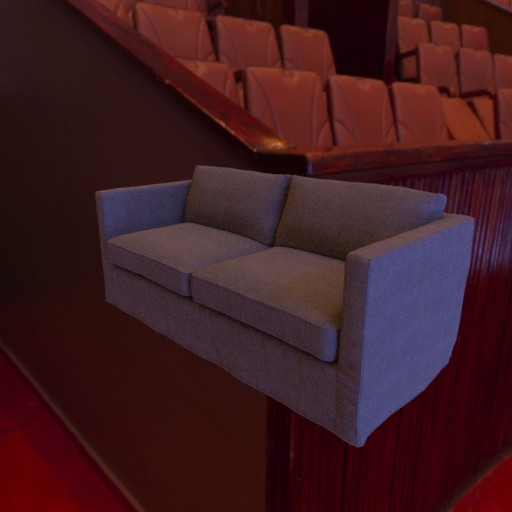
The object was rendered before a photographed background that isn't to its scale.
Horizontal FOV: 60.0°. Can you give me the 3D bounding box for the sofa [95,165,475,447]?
[{"bbox_3d":[0.000,0.000,2.472,0.953,0.855,1.982,-17,24,-42],"label":"sofa"}]
